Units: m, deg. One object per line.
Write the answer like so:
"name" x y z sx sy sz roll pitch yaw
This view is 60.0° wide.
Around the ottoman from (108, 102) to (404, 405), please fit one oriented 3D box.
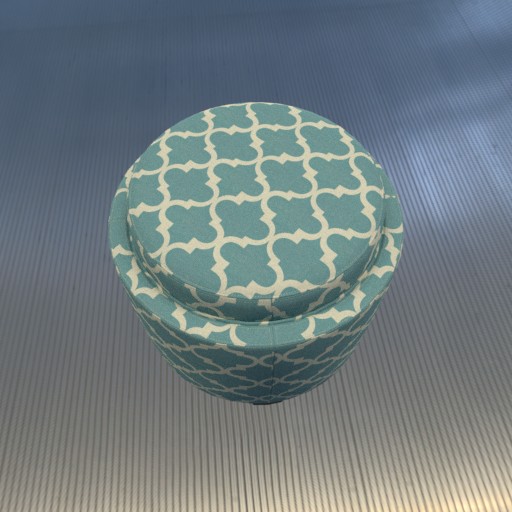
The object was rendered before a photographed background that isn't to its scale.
"ottoman" 0.000 0.000 0.836 0.480 0.429 0.480 0 58 0
